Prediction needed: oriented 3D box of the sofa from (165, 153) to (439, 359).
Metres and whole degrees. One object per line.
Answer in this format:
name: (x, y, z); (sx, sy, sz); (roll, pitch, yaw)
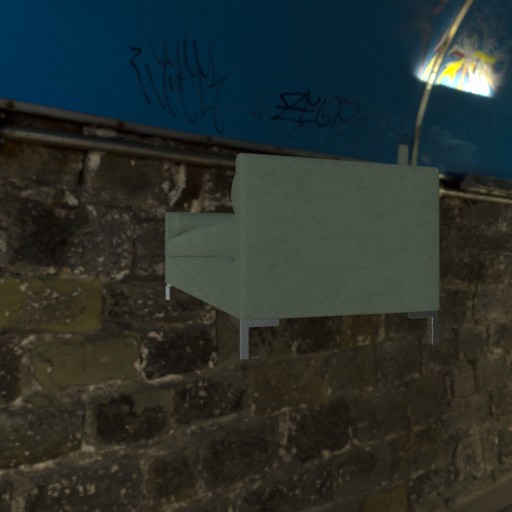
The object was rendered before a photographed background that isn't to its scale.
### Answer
sofa: (0.000, 0.000, 2.500); (0.797, 0.657, 2.102); (0, 0, -18)
